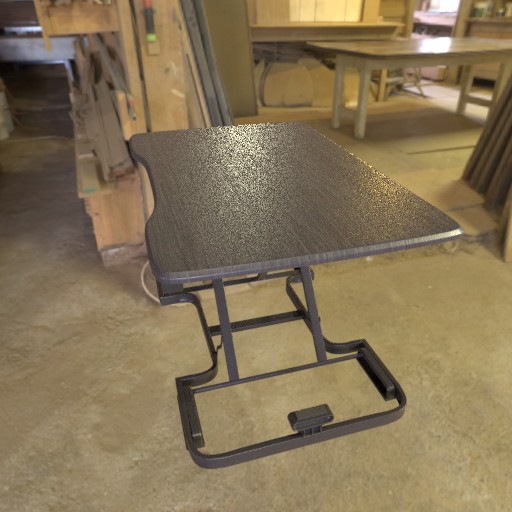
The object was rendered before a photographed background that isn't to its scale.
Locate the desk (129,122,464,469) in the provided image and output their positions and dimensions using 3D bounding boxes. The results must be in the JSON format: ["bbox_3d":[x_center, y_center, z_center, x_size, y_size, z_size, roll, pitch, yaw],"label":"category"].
[{"bbox_3d":[0.000,0.000,1.148,0.546,0.470,0.820,-8,31,-14],"label":"desk"}]
